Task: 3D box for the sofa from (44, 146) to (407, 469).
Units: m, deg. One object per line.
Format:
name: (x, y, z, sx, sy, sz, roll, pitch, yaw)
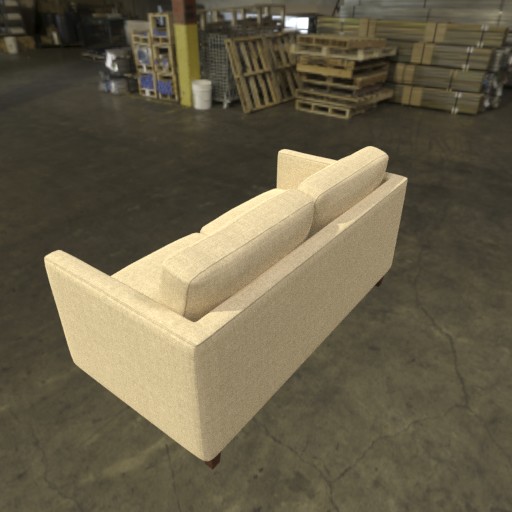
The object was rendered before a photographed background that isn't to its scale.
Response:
sofa: (0.000, 0.000, 2.443, 0.950, 0.963, 1.884, 22, 38, 31)
